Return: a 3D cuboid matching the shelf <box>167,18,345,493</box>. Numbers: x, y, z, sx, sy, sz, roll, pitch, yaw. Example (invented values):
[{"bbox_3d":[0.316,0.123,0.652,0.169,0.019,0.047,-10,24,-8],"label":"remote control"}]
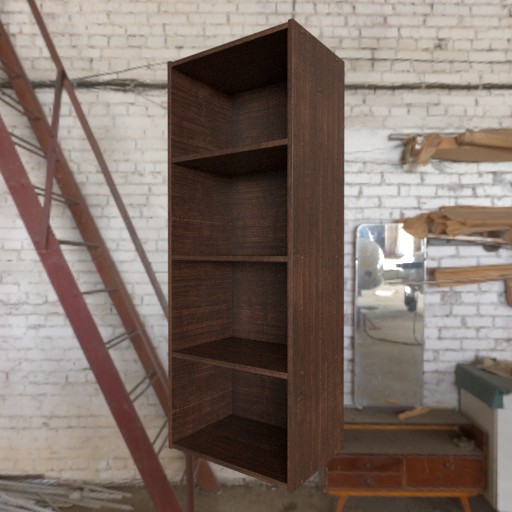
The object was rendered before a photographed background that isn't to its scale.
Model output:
[{"bbox_3d":[0.000,0.000,1.261,0.415,1.099,0.290,0,1,35],"label":"shelf"}]
